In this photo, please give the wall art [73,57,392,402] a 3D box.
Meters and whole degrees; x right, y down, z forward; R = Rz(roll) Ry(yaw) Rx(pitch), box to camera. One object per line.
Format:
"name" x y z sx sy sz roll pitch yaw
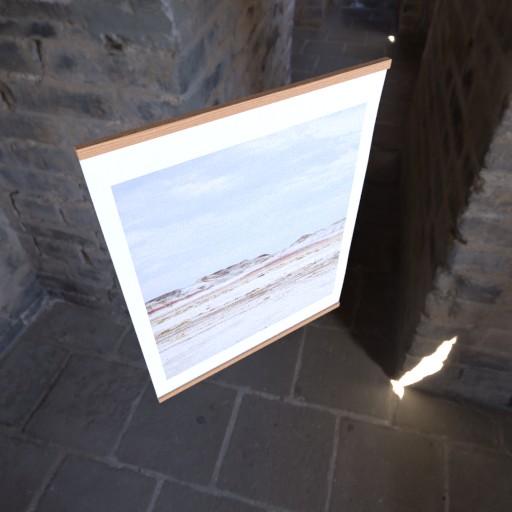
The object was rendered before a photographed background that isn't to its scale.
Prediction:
"wall art" 0.000 0.000 0.674 0.404 0.507 0.010 -24 50 -22
